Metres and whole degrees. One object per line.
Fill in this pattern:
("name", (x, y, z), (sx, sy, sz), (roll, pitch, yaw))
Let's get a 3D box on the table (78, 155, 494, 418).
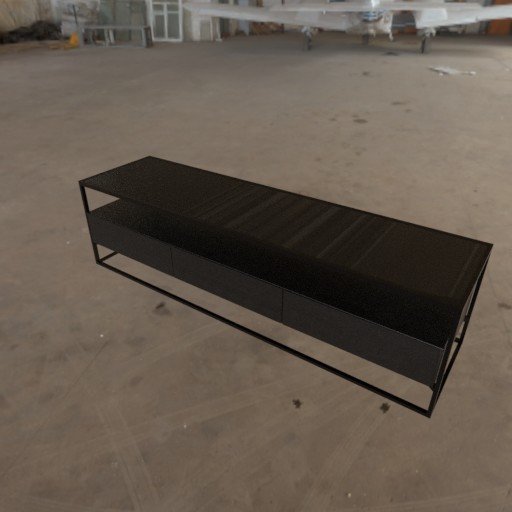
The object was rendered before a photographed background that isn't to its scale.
("table", (0.000, 0.000, 1.674), (1.486, 0.395, 0.399), (20, 36, 29))
